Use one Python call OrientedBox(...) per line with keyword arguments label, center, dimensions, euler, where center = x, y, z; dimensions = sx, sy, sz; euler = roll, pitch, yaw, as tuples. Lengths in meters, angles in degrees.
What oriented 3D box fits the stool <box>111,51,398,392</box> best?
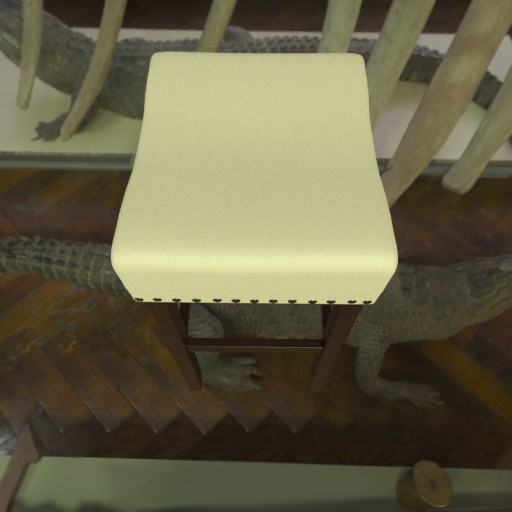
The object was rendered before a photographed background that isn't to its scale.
OrientedBox(label="stool", center=(0.000, 0.000, 1.037), dimensions=(0.401, 0.762, 0.471), euler=(1, 59, 0))
